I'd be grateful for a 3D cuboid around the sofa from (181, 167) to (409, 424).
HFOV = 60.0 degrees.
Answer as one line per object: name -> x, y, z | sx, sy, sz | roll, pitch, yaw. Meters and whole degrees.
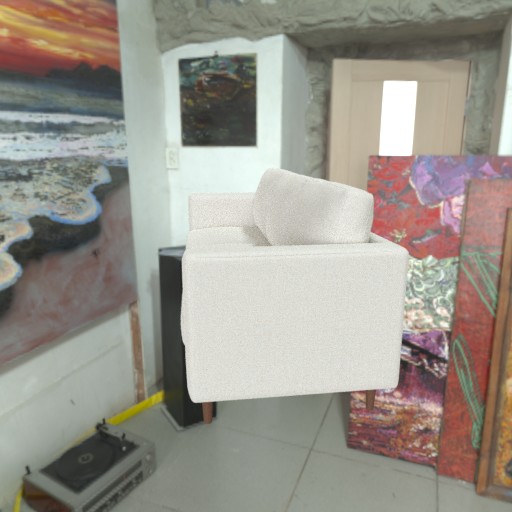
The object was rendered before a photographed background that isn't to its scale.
sofa -> 0.000, 0.000, 2.495 | 0.802, 0.912, 2.029 | -2, 14, -8
